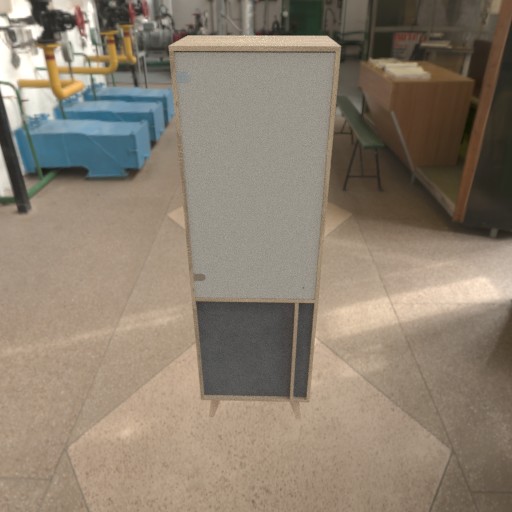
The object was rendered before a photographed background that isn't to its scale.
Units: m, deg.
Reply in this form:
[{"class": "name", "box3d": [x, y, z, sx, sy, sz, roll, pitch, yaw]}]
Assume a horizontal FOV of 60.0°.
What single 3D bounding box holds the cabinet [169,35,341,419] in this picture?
[{"class": "cabinet", "box3d": [0.000, 0.000, 2.107, 0.570, 1.850, 0.400, 1, 31, 1]}]
